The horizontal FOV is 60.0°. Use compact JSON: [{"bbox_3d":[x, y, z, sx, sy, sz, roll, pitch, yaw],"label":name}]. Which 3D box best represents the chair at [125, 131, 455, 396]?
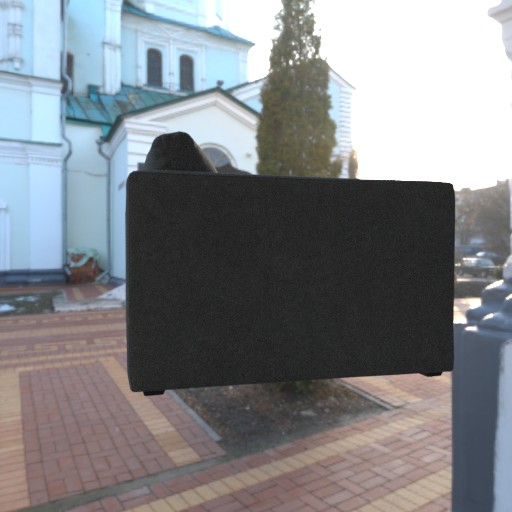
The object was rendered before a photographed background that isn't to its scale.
[{"bbox_3d":[0.000,0.000,1.896,1.091,0.845,1.190,0,0,-17],"label":"chair"}]
